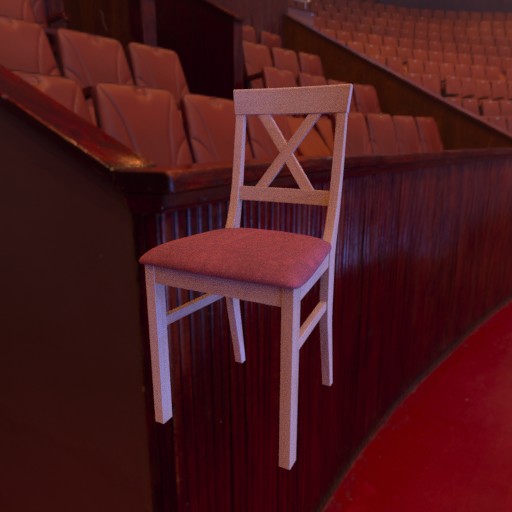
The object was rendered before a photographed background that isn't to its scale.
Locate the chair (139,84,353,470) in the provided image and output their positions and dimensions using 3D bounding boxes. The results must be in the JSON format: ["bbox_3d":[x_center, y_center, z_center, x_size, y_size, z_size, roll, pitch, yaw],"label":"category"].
[{"bbox_3d":[0.000,0.000,1.221,0.439,0.912,0.492,8,17,26],"label":"chair"}]
